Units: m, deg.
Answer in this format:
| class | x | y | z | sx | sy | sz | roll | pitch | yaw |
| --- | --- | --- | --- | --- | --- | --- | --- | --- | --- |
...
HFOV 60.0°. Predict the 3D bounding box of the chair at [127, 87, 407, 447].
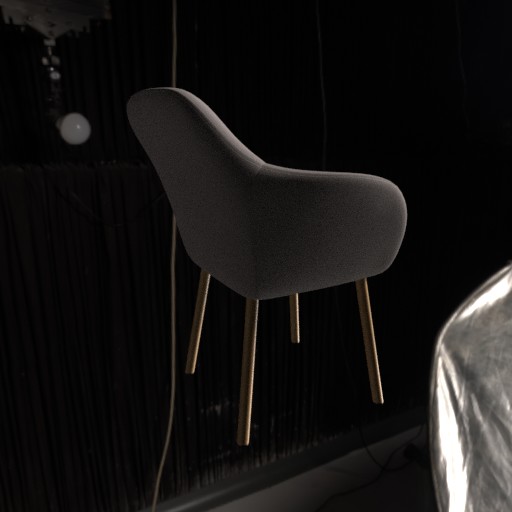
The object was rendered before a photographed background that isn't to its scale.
| class | x | y | z | sx | sy | sz | roll | pitch | yaw |
| --- | --- | --- | --- | --- | --- | --- | --- | --- | --- |
| chair | 0.000 | 0.000 | 1.212 | 0.590 | 0.830 | 0.570 | -8 | 17 | -27 |
